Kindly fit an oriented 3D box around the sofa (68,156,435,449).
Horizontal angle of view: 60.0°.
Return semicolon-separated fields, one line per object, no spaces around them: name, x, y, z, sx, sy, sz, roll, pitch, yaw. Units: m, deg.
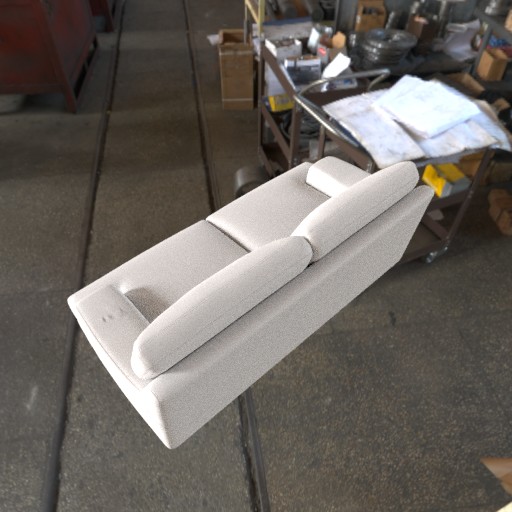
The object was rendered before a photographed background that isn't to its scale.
sofa;0.000;0.000;2.899;2.261;0.940;1.143;-34;55;-28
